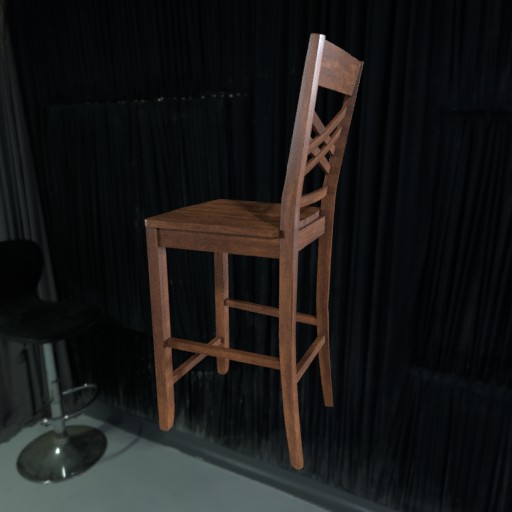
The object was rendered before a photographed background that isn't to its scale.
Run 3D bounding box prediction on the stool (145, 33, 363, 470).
[{"bbox_3d":[0.000,0.000,1.319,0.504,1.098,0.426,7,17,24],"label":"stool"}]
